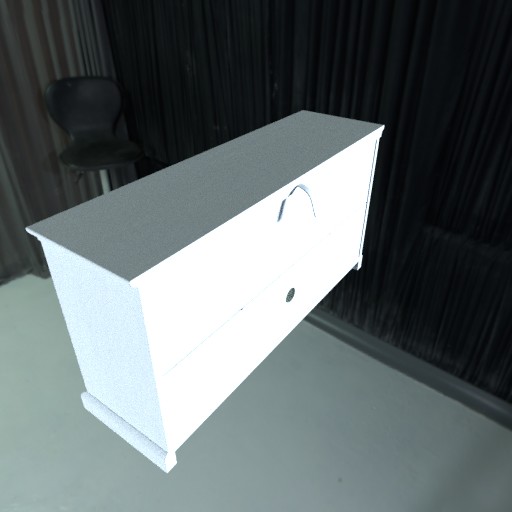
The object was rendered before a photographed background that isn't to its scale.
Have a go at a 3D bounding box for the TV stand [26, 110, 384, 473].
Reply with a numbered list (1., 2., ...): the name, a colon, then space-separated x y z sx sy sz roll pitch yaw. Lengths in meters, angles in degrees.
1. TV stand: 0.000 0.000 1.453 0.424 0.624 1.187 22 39 30
